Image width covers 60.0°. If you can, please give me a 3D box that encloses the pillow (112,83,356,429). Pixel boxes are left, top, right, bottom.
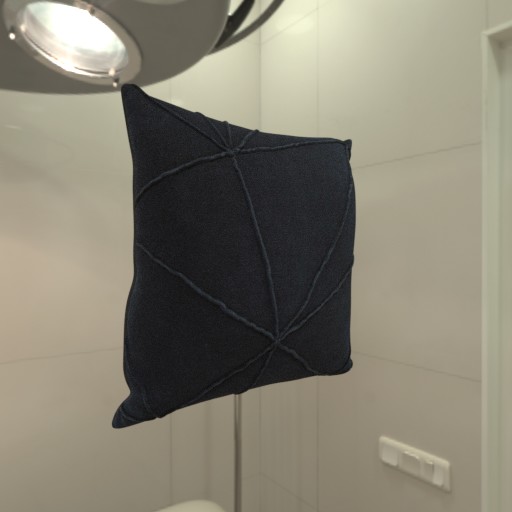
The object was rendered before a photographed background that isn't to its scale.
[{"bbox_3d":[0.000,0.000,0.683,0.439,0.440,0.183,0,0,-36],"label":"pillow"}]
